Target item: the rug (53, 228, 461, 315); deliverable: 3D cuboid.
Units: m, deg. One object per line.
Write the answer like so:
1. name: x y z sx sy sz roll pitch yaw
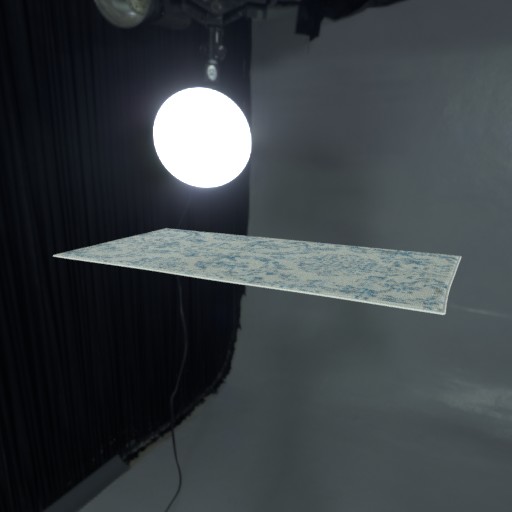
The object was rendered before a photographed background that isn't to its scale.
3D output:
1. rug: 0.000 0.000 1.474 1.220 0.007 0.605 7 15 26
